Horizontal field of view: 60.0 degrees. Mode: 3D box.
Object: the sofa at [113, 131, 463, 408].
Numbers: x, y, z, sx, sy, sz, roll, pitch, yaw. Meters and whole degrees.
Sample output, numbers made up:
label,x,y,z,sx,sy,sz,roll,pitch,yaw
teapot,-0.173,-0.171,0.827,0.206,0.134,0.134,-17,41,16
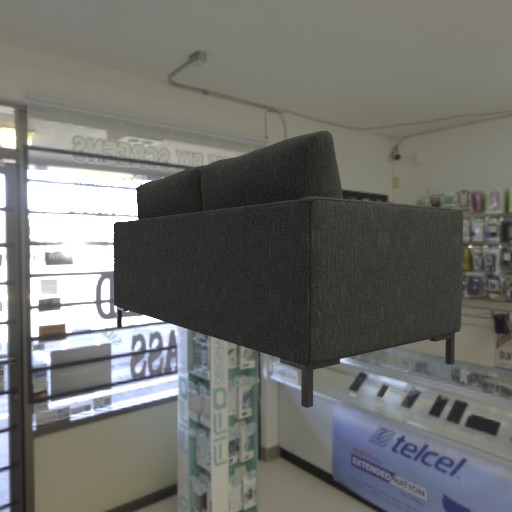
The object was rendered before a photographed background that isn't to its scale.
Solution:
label,x,y,z,sx,sy,sz,roll,pitch,yaw
sofa,0.000,0.000,2.208,0.866,0.862,1.716,-1,2,-37
